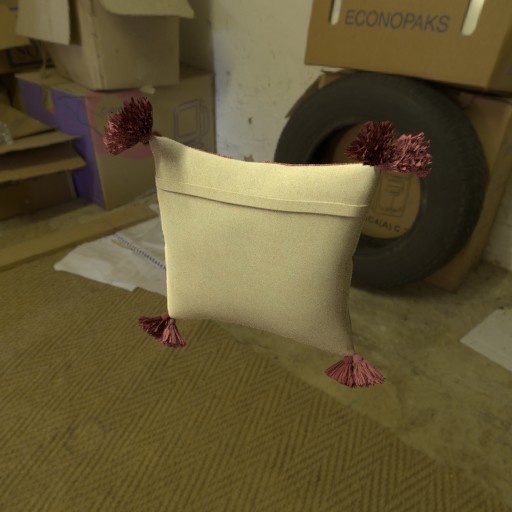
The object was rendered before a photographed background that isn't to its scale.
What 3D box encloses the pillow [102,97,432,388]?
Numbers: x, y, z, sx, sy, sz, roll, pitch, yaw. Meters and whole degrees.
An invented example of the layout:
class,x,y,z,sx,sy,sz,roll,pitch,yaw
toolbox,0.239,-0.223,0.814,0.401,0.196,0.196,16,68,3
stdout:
class,x,y,z,sx,sy,sz,roll,pitch,yaw
pillow,0.000,0.000,0.973,0.641,0.659,0.138,11,34,16
